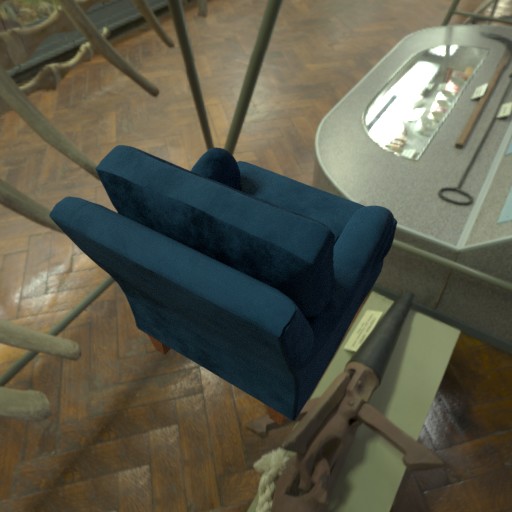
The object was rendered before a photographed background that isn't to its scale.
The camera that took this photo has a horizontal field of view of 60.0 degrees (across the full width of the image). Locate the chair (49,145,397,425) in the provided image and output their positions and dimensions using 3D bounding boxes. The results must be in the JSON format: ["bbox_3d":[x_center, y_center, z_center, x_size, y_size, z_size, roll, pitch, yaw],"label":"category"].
[{"bbox_3d":[0.000,0.000,1.827,0.895,1.076,1.078,25,51,21],"label":"chair"}]
